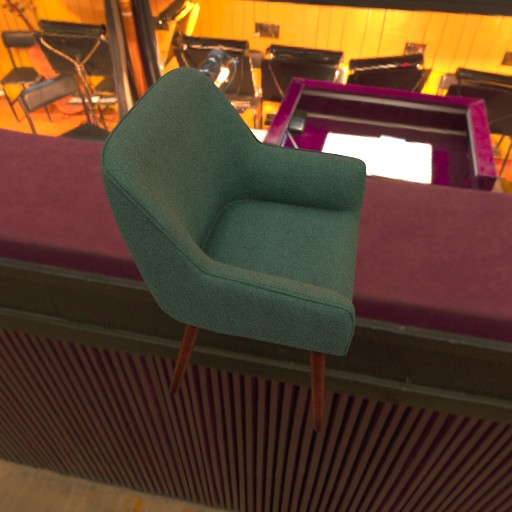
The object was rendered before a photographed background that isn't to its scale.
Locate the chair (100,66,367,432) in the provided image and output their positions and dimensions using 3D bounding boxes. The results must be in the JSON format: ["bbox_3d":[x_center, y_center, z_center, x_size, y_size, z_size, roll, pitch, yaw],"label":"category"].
[{"bbox_3d":[0.000,0.000,1.163,0.519,0.803,0.543,9,45,9],"label":"chair"}]
